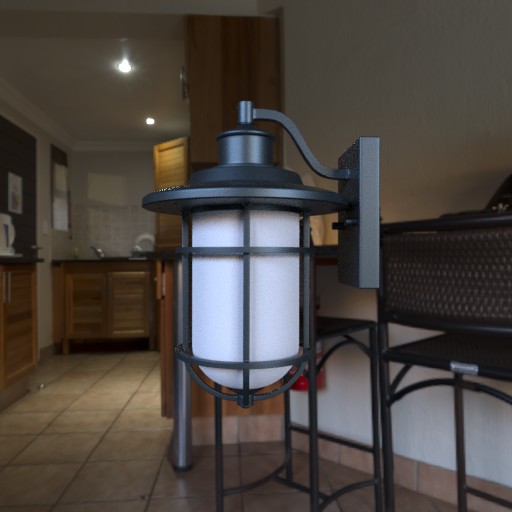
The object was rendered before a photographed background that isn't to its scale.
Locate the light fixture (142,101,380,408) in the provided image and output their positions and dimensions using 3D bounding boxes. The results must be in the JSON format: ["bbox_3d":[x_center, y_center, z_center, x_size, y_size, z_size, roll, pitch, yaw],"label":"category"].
[{"bbox_3d":[0.000,0.000,0.503,0.252,0.345,0.222,0,0,-2],"label":"light fixture"}]
